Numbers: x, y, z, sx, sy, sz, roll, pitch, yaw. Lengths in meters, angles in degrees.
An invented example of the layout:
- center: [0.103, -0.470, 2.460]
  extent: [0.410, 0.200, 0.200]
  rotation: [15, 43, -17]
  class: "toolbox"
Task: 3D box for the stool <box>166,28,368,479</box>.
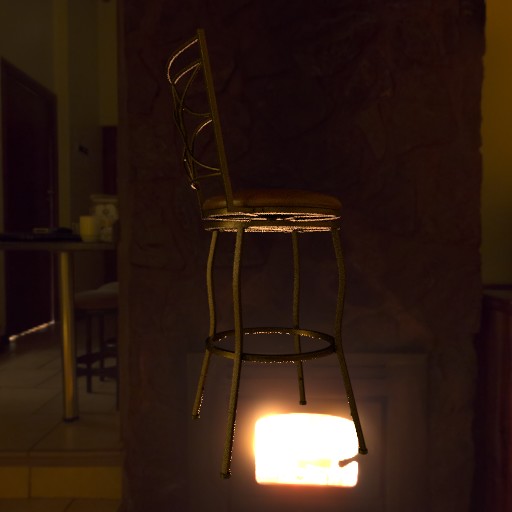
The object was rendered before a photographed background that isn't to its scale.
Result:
- center: [0.000, 0.000, 1.360]
  extent: [0.534, 1.117, 0.434]
  rotation: [-1, 2, -19]
  class: "stool"
